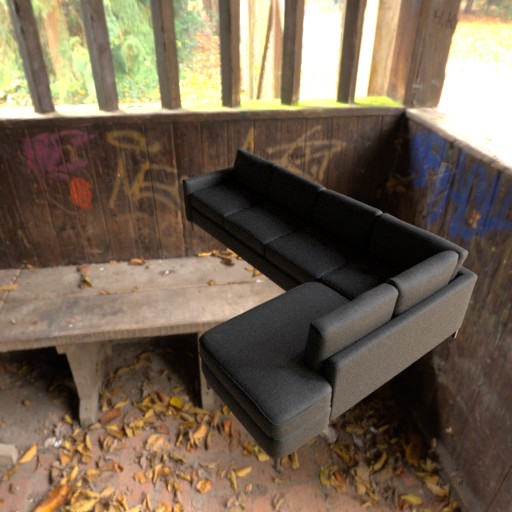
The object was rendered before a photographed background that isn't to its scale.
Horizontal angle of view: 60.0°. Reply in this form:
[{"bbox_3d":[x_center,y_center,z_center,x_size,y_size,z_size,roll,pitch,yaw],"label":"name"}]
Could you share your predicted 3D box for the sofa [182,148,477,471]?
[{"bbox_3d":[0.000,0.000,3.849,1.984,0.858,2.972,-22,39,-30],"label":"sofa"}]
